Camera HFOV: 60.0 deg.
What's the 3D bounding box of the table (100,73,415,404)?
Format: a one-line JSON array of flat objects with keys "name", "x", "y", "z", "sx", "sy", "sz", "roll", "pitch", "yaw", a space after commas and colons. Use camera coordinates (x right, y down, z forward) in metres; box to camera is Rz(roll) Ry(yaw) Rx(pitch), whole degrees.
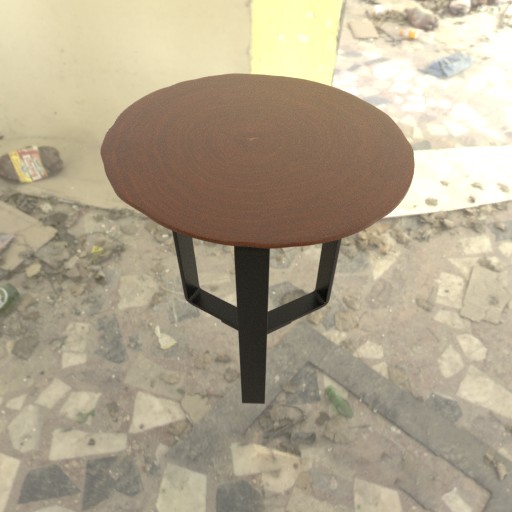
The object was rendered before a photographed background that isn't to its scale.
[{"name": "table", "x": 0.000, "y": 0.000, "z": 0.749, "sx": 0.410, "sy": 0.450, "sz": 0.380, "roll": 24, "pitch": 51, "yaw": 21}]
